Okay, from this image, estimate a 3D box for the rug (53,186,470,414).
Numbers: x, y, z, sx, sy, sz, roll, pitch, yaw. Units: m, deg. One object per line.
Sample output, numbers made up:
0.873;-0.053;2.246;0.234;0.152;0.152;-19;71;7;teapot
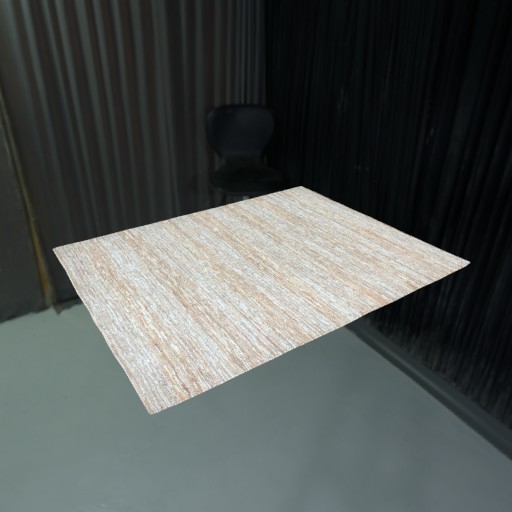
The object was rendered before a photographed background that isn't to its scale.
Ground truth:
0.000;0.000;3.931;2.939;0.009;2.313;-18;34;-29;rug
